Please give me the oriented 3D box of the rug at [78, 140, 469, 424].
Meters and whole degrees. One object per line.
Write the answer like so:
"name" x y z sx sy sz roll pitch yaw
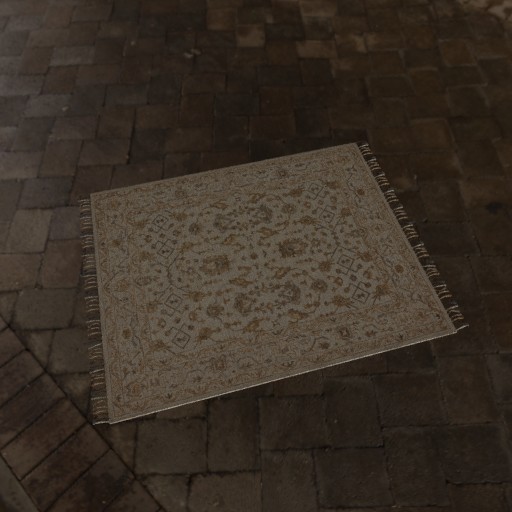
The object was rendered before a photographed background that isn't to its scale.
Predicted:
"rug" 0.000 0.000 2.270 1.726 0.009 1.278 -13 59 -8
